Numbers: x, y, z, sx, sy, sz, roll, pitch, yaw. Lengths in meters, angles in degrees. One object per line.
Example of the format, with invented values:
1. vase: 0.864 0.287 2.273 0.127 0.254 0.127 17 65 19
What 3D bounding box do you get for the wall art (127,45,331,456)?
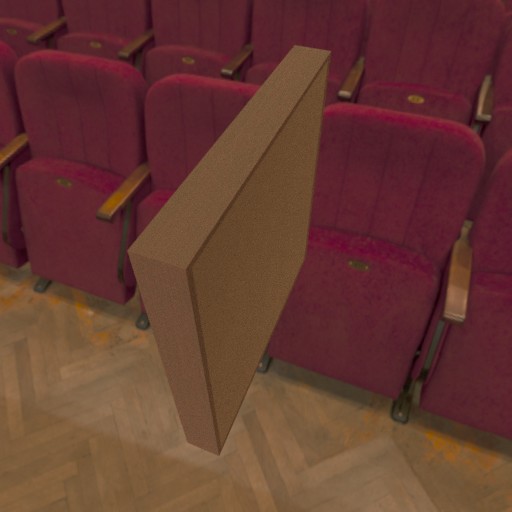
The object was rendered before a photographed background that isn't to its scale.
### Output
1. wall art: 0.000 0.000 0.457 0.038 0.303 0.304 16 50 14
